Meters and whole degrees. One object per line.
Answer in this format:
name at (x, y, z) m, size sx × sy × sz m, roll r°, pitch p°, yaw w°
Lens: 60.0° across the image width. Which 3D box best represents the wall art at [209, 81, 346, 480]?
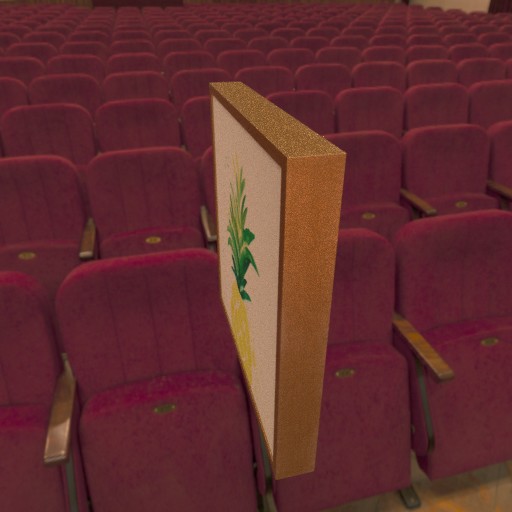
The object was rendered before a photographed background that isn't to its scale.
wall art at (0.000, 0.000, 0.469) m, size 0.038 × 0.305 × 0.306 m, roll -7°, pitch 30°, yaw -12°
